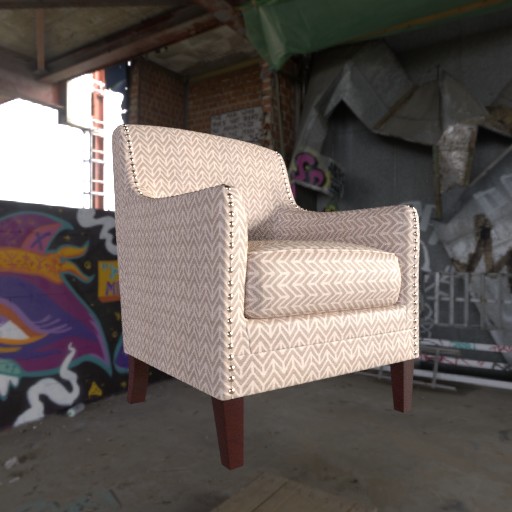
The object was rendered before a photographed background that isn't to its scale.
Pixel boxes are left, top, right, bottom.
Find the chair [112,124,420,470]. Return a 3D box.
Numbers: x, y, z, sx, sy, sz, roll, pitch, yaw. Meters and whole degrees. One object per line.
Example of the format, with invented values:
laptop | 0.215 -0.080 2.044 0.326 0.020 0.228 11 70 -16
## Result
chair | 0.000 0.000 1.256 0.623 0.816 0.651 0 0 -36
